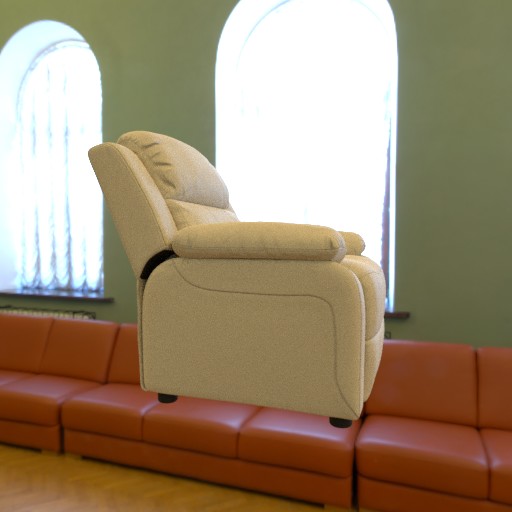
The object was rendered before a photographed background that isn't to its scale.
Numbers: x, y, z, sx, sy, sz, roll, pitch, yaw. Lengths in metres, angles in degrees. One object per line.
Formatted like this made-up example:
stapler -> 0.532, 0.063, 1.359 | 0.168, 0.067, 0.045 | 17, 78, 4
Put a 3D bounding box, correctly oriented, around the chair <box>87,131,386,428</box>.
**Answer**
chair -> 0.000, 0.000, 1.270 | 0.709, 0.702, 0.680 | 1, 2, 18
